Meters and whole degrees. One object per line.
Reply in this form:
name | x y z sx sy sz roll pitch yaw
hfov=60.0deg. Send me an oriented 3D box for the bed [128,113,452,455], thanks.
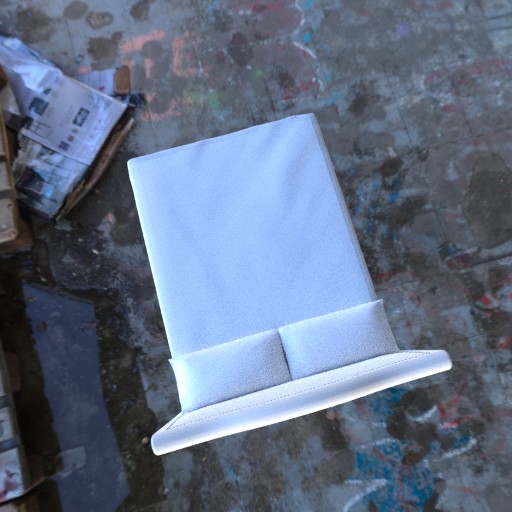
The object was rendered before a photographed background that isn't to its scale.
bed | 0.000 0.000 3.298 1.753 1.460 2.143 -15 78 -3
